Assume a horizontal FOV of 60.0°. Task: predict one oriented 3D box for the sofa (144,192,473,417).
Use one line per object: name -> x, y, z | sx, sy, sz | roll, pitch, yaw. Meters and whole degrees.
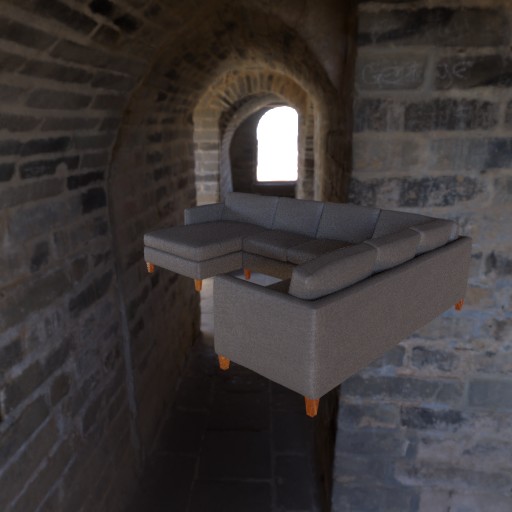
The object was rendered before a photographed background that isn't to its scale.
sofa -> 0.000, 0.000, 4.643 | 3.460, 0.961, 2.594 | 15, 21, 42
